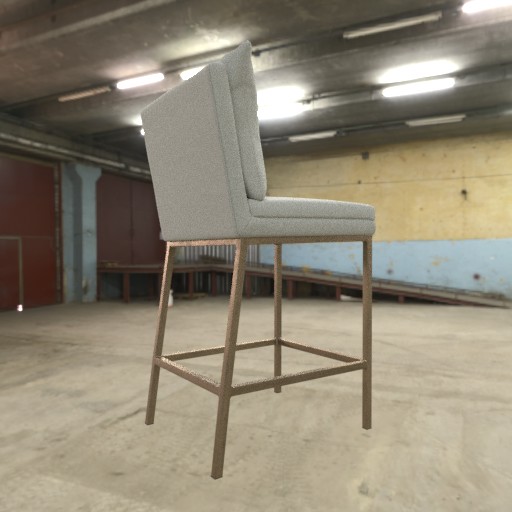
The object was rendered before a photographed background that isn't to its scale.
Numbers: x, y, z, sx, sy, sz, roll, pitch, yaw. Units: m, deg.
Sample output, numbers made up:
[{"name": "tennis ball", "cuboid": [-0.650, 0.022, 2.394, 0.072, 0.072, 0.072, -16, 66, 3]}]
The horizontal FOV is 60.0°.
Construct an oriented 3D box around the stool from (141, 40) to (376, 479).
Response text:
[{"name": "stool", "cuboid": [0.000, 0.000, 1.342, 0.572, 1.032, 0.463, 0, 0, -36]}]
